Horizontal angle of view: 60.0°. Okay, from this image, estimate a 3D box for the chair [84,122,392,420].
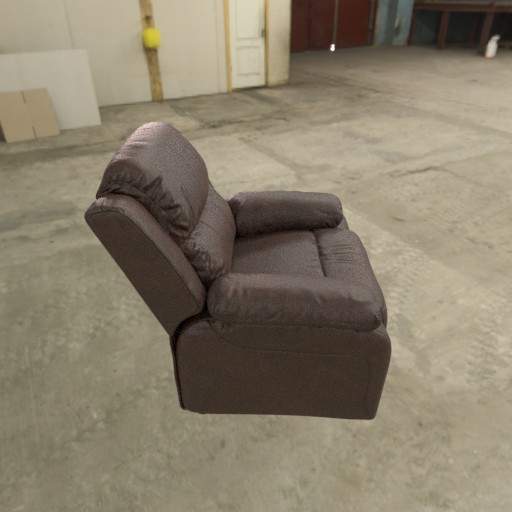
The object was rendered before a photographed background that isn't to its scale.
[{"bbox_3d":[0.000,0.000,1.278,0.707,0.702,0.680,0,31,1],"label":"chair"}]
